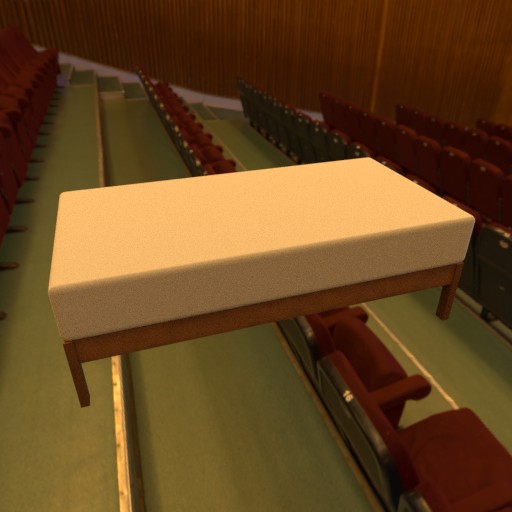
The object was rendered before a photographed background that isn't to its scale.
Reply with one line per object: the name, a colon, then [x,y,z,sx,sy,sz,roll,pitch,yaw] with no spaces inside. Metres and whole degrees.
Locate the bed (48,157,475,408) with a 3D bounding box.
bed: [0.000,0.000,2.389,1.902,0.616,0.961,-10,32,-16]
